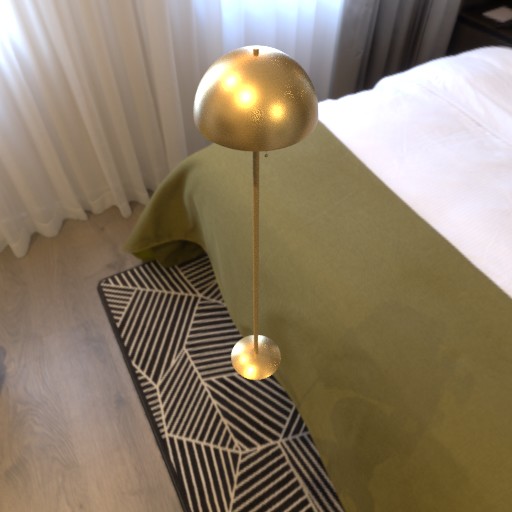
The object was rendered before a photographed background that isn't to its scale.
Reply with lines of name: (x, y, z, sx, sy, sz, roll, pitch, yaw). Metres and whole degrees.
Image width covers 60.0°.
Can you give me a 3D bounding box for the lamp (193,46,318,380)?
lamp: (0.000, 0.000, 1.597, 0.328, 1.480, 0.328, 24, 53, 19)
